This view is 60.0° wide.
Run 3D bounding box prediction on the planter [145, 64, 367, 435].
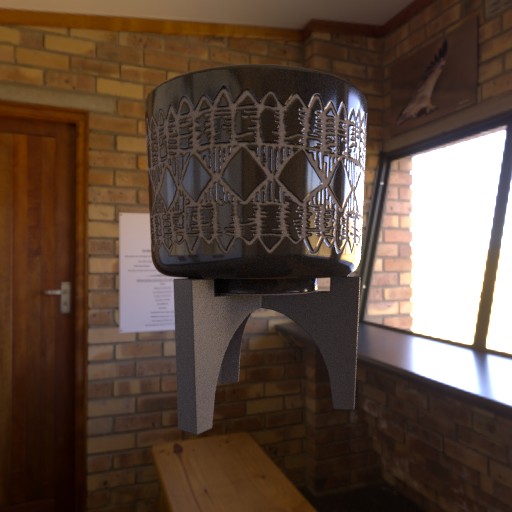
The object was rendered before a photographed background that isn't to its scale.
[{"bbox_3d":[0.000,0.000,0.400,0.196,0.264,0.196,0,-1,37],"label":"planter"}]
